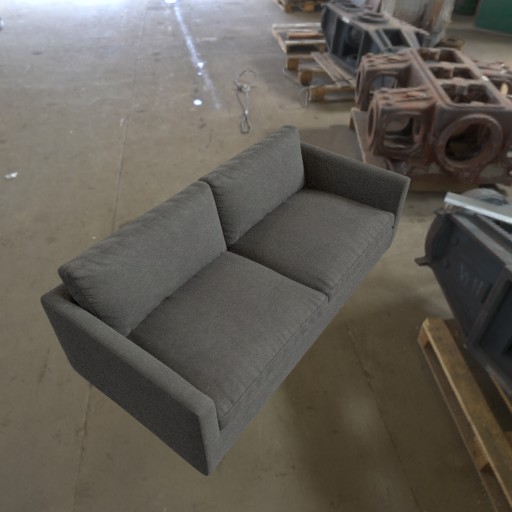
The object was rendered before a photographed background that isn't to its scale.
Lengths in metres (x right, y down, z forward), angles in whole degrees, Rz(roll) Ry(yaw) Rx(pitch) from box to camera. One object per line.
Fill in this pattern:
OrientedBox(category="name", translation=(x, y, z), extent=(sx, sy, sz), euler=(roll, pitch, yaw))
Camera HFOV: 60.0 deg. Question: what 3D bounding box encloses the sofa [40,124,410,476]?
OrientedBox(category="sofa", translation=(0.000, 0.000, 2.810), extent=(1.092, 0.838, 2.257), euler=(26, 47, 26))
